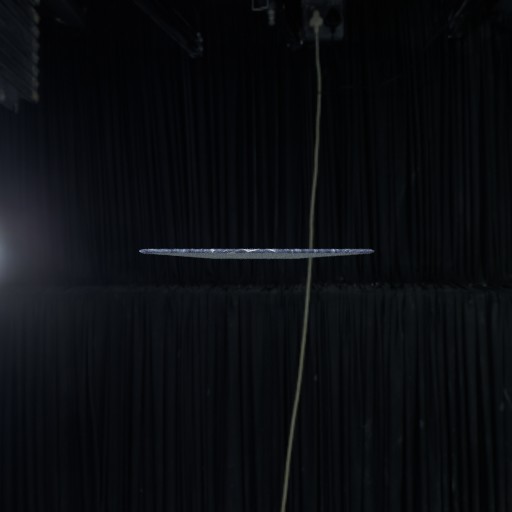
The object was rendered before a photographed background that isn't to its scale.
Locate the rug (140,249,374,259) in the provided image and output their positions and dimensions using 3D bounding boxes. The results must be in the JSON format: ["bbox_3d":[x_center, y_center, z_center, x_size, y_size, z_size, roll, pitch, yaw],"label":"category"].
[{"bbox_3d":[0.000,0.000,2.487,0.719,0.013,2.306,0,-1,0],"label":"rug"}]
